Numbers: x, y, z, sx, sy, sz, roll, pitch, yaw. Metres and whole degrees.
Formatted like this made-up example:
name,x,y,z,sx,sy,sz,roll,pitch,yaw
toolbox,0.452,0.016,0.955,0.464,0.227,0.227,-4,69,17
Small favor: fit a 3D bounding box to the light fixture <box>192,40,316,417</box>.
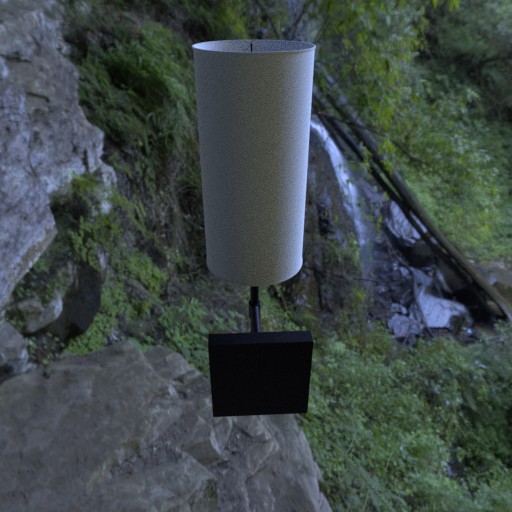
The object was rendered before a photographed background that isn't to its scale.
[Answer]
name,x,y,z,sx,sy,sz,roll,pitch,yaw
light fixture,0.000,0.000,0.544,0.128,0.462,0.208,-2,31,-3
